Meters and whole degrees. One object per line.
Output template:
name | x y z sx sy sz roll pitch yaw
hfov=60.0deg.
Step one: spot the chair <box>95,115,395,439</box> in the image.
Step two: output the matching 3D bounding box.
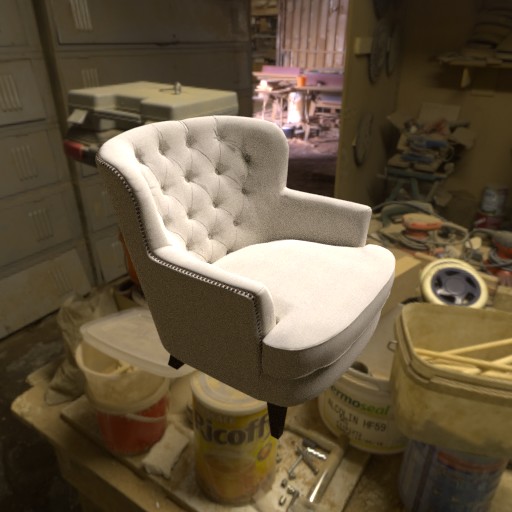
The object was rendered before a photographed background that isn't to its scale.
chair | 0.000 0.000 1.611 0.906 0.868 0.848 17 31 31
